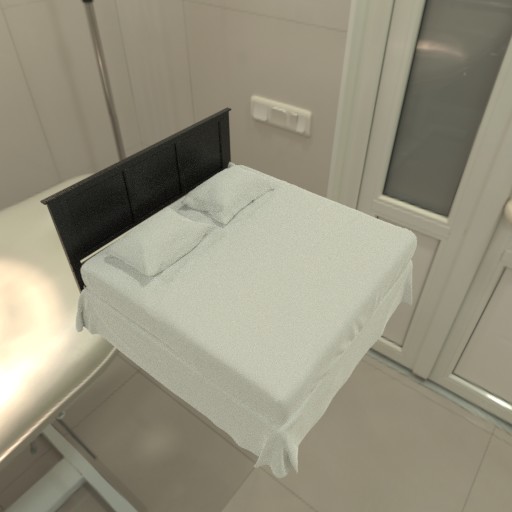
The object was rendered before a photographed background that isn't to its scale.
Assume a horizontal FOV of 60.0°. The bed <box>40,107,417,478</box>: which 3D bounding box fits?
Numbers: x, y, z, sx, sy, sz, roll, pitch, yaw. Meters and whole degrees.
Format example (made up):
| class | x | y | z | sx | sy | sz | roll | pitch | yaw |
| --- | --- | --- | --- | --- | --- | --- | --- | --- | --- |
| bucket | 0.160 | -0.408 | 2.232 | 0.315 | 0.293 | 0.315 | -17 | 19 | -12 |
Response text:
| class | x | y | z | sx | sy | sz | roll | pitch | yaw |
| --- | --- | --- | --- | --- | --- | --- | --- | --- | --- |
| bed | 0.000 | 0.000 | 3.601 | 2.219 | 1.271 | 2.315 | 27 | 48 | 27 |
